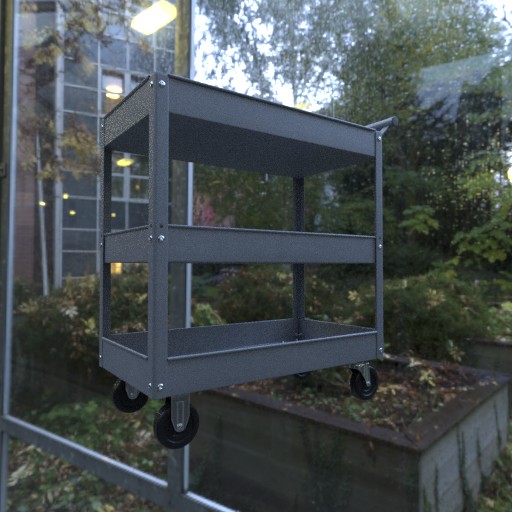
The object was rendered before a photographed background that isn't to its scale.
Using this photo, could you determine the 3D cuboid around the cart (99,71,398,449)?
[{"bbox_3d":[0.000,0.000,1.175,0.719,0.780,0.366,1,-2,-35],"label":"cart"}]
